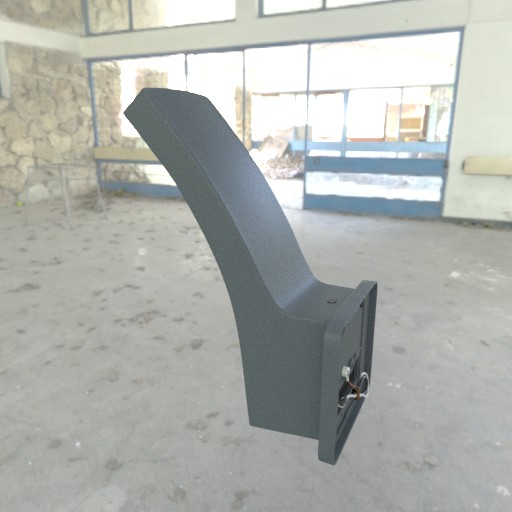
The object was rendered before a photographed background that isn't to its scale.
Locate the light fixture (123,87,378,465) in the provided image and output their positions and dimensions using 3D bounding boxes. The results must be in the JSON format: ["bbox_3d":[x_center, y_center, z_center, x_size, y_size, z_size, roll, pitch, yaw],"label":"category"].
[{"bbox_3d":[0.000,0.000,0.337,0.174,0.243,0.108,7,17,25],"label":"light fixture"}]
